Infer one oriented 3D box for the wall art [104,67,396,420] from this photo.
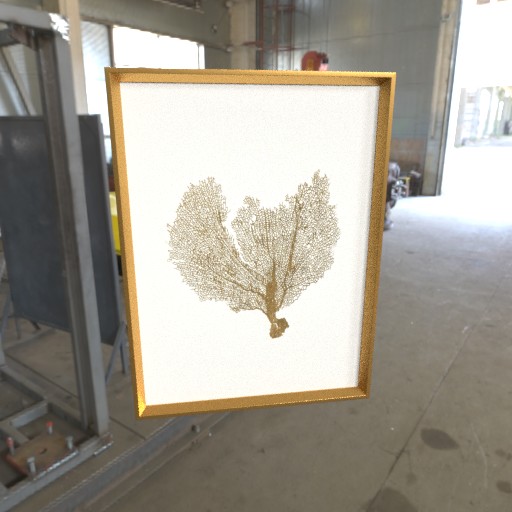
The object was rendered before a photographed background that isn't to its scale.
[{"bbox_3d":[0.000,0.000,1.047,0.610,0.812,0.038,-2,17,-8],"label":"wall art"}]
